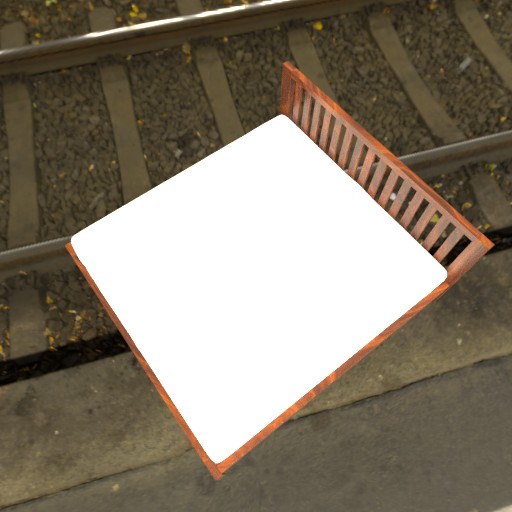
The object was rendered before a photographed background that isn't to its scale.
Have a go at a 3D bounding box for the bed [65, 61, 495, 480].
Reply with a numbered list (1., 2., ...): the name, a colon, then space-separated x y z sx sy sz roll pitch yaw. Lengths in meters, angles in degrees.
1. bed: 0.000 0.000 3.035 2.030 0.890 1.905 -34 69 -15
